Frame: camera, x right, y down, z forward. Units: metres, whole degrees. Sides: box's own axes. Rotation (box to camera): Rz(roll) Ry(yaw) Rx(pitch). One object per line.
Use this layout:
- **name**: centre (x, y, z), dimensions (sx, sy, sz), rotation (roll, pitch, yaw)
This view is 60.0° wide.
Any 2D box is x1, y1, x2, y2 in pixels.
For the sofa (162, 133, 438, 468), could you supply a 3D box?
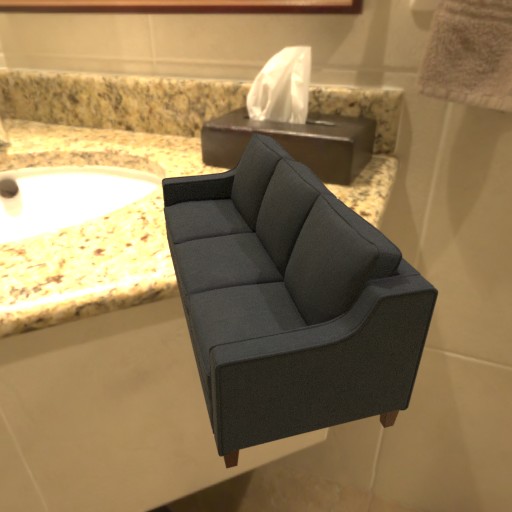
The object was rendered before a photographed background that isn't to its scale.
- **sofa**: centre (0.000, 0.000, 2.592), dimensions (0.911, 0.974, 1.986), rotation (-8, 31, -14)
